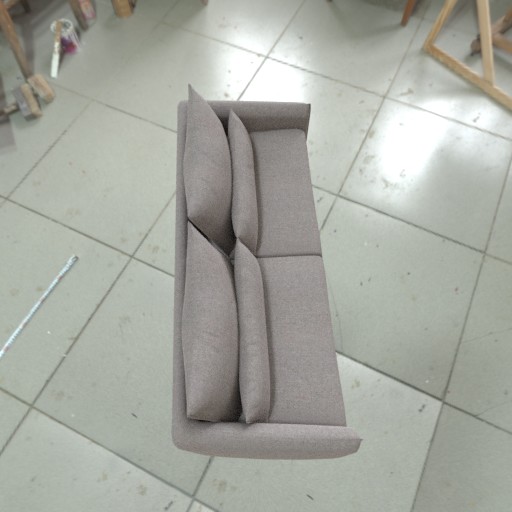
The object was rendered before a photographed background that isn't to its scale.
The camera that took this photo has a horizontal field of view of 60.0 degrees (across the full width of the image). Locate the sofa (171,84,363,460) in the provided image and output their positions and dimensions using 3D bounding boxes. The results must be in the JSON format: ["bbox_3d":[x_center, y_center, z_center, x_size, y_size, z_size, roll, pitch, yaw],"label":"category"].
[{"bbox_3d":[0.000,0.000,2.393,0.809,0.833,2.022,-3,64,-2],"label":"sofa"}]
